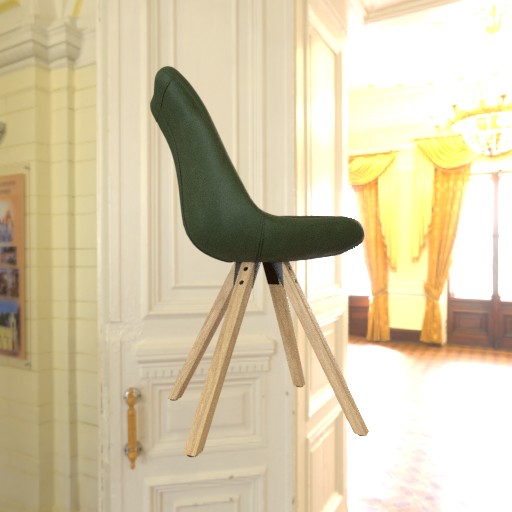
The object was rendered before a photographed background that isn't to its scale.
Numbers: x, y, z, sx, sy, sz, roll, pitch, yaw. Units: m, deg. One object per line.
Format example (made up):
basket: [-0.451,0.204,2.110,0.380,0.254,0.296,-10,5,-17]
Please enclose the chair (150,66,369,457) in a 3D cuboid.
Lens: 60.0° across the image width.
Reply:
chair: [0.000,0.000,1.203,0.547,0.865,0.483,0,1,-17]
